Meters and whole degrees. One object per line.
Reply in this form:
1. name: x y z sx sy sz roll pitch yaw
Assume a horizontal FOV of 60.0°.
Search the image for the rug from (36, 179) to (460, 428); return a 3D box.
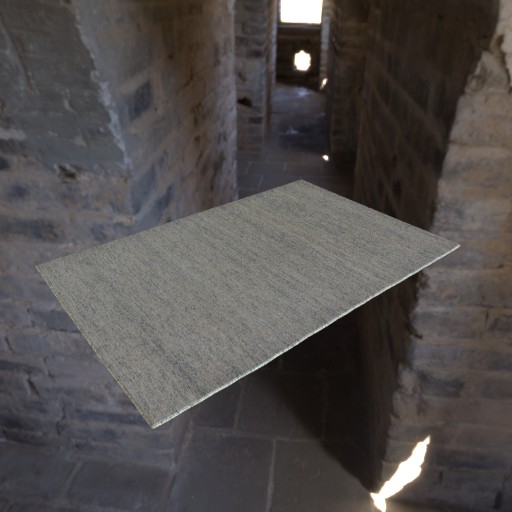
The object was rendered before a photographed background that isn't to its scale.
1. rug: 0.000 0.000 2.819 2.263 0.017 1.523 -23 38 -33
